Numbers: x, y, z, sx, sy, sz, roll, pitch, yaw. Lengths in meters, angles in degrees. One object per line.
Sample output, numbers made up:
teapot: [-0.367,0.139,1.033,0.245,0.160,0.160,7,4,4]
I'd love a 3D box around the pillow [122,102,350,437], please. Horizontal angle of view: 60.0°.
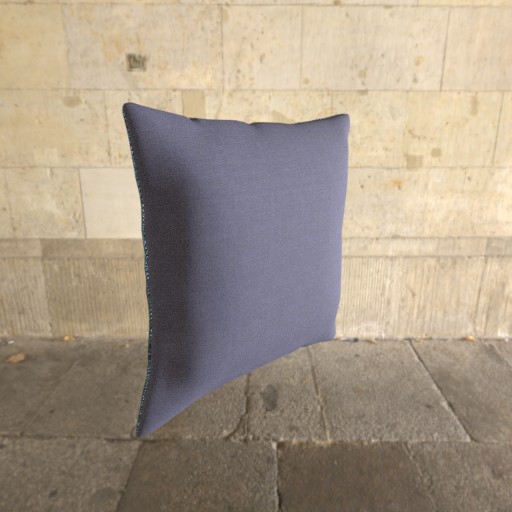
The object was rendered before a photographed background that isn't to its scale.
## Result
pillow: [0.000,0.000,0.672,0.436,0.430,0.138,-16,23,-42]
